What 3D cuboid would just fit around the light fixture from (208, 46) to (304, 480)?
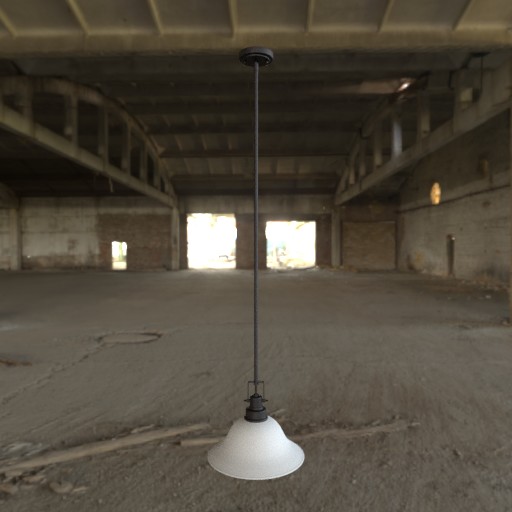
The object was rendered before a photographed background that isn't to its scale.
[{"bbox_3d":[0.000,0.000,1.479,0.324,1.337,0.324,0,1,1],"label":"light fixture"}]
